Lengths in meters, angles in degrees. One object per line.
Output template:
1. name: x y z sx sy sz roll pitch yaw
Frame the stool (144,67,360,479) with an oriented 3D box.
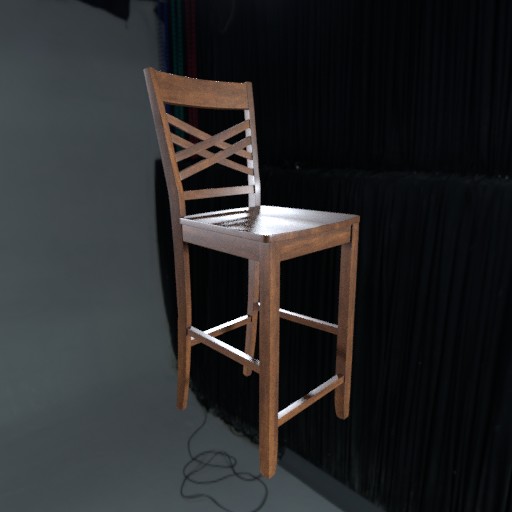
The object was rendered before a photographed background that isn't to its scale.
1. stool: 0.000 0.000 1.381 0.504 1.098 0.426 13 19 42
